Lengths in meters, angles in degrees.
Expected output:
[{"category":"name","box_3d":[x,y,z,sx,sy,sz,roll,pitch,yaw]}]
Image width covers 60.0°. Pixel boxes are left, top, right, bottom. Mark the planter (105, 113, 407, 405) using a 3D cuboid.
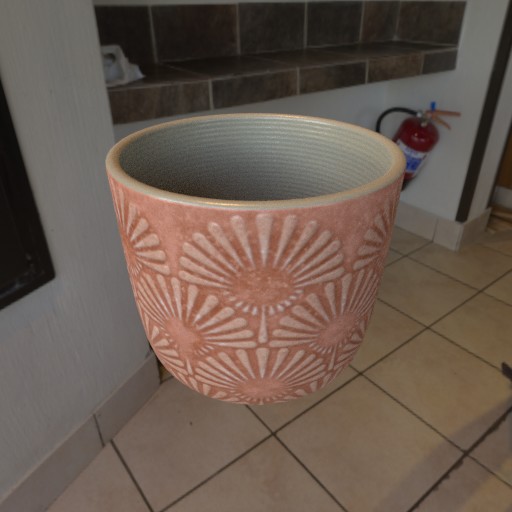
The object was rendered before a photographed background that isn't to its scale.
[{"category":"planter","box_3d":[0.000,0.000,0.217,0.124,0.109,0.124,0,31,0]}]
